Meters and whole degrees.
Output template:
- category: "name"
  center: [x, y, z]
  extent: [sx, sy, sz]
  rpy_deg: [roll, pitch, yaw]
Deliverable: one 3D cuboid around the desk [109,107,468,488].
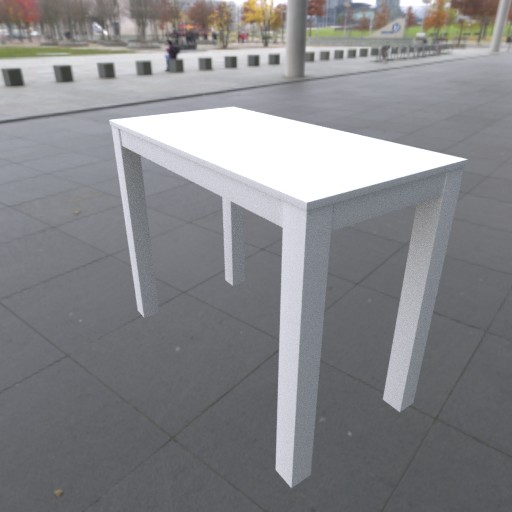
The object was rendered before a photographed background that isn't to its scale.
- category: "desk"
  center: [0.000, 0.000, 1.428]
  extent: [0.497, 0.762, 0.990]
  rpy_deg: [-18, 32, -31]
